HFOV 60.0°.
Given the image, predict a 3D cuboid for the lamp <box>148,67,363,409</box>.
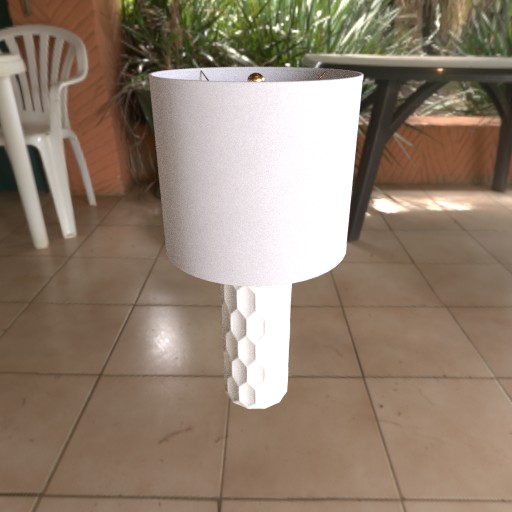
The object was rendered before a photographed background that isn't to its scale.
[{"bbox_3d":[0.000,0.000,0.701,0.277,0.537,0.277,0,26,-1],"label":"lamp"}]
